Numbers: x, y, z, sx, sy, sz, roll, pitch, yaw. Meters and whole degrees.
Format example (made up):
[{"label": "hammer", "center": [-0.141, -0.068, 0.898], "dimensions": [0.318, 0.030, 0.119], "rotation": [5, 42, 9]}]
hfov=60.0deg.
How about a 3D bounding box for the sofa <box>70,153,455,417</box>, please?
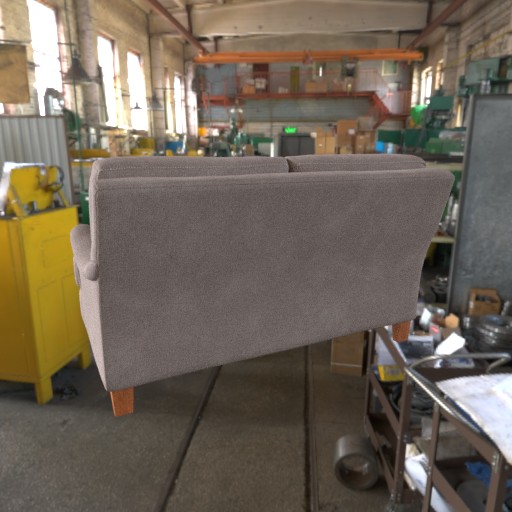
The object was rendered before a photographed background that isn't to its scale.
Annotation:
[{"label": "sofa", "center": [0.000, 0.000, 2.453], "dimensions": [1.853, 1.101, 1.084], "rotation": [-7, 16, -26]}]
